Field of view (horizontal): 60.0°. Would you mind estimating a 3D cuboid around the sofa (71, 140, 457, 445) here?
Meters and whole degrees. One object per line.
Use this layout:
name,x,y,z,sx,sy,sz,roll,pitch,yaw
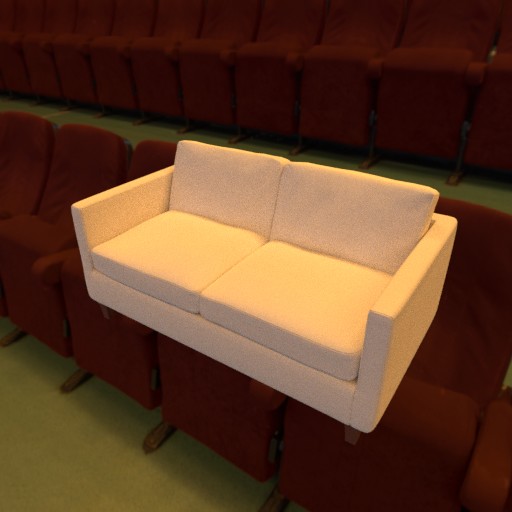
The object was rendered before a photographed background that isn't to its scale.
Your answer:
sofa,0.000,0.000,2.283,1.702,0.888,0.964,18,34,29
